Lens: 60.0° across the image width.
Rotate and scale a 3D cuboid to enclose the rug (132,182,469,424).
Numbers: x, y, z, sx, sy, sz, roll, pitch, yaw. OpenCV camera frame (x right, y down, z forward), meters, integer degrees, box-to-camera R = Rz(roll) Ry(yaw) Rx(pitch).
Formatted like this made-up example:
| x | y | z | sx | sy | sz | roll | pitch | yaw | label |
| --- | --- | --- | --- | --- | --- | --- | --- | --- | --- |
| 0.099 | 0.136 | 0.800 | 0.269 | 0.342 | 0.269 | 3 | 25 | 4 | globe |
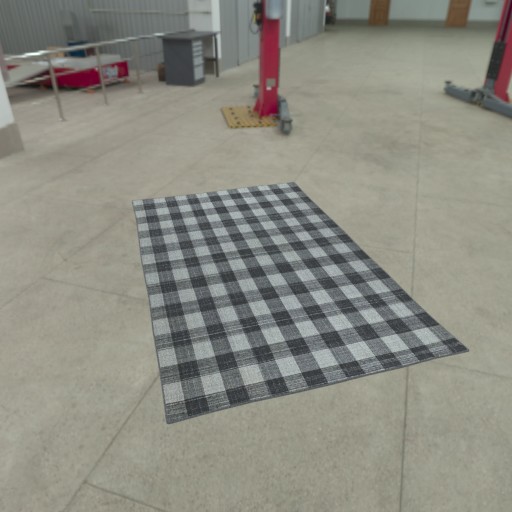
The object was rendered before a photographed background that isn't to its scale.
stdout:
| x | y | z | sx | sy | sz | roll | pitch | yaw | label |
| --- | --- | --- | --- | --- | --- | --- | --- | --- | --- |
| 0.000 | 0.000 | 3.104 | 1.554 | 0.011 | 2.476 | -9 | 32 | -15 | rug |
